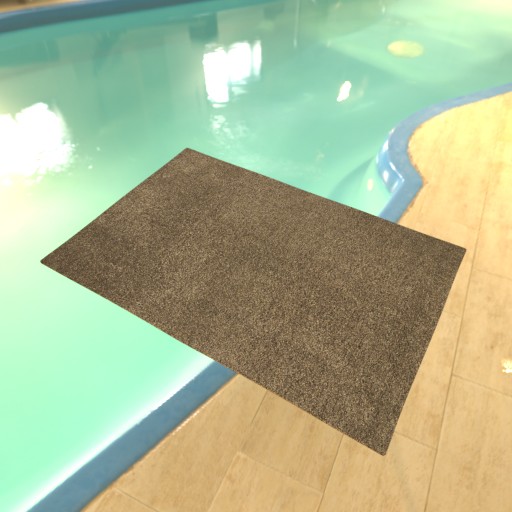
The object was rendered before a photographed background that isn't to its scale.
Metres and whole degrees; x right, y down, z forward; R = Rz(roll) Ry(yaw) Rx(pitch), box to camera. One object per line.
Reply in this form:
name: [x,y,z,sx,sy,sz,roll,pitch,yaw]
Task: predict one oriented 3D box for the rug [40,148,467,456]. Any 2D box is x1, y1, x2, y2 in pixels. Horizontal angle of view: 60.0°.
rug: [0.000,0.000,3.366,2.699,0.026,1.802,24,51,21]
